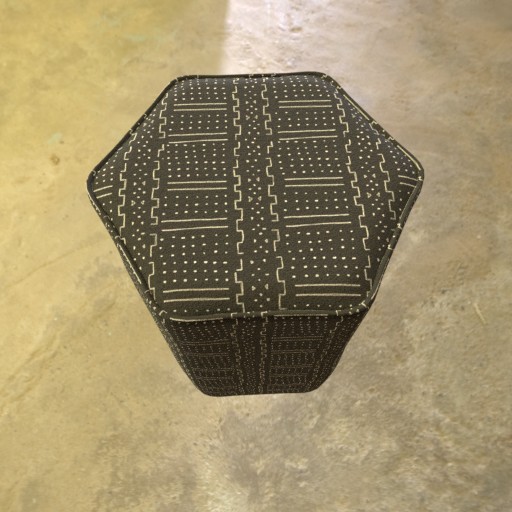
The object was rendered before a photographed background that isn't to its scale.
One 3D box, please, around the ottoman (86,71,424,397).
[{"bbox_3d":[0.000,0.000,0.845,0.494,0.502,0.443,-2,62,-1],"label":"ottoman"}]
